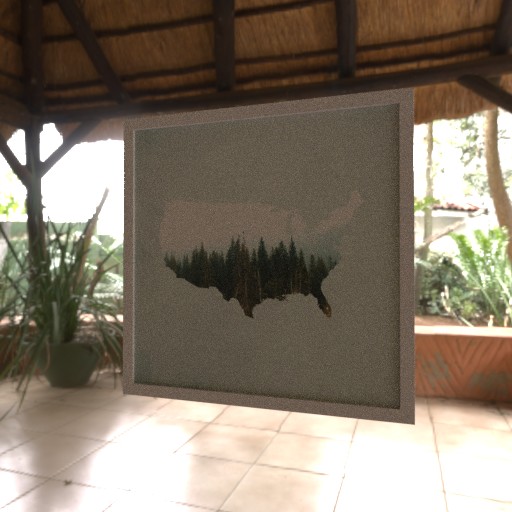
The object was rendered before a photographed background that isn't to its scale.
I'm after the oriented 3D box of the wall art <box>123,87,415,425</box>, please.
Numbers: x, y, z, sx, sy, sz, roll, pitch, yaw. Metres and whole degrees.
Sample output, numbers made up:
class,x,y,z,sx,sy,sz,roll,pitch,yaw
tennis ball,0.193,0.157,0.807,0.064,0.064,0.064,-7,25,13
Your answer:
class,x,y,z,sx,sy,sz,roll,pitch,yaw
wall art,0.000,0.000,1.133,0.762,0.762,0.038,0,-1,18
